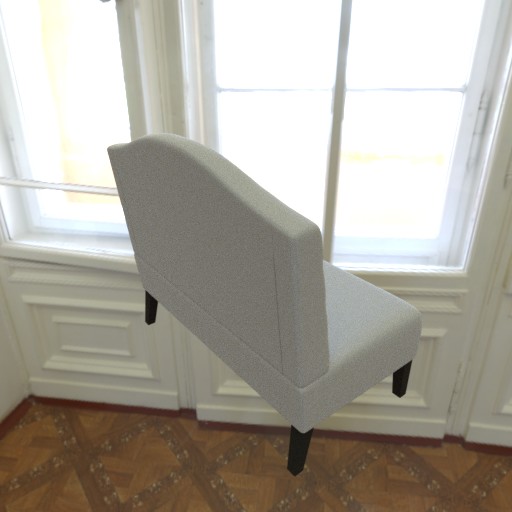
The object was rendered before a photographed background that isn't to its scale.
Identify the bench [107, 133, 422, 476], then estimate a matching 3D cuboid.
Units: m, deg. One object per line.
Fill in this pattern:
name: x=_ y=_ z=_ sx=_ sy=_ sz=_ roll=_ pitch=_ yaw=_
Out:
bench: x=0.000 y=0.000 z=2.060 sx=0.815 sy=1.180 sz=1.335 roll=-19 pitch=33 yaw=-33
